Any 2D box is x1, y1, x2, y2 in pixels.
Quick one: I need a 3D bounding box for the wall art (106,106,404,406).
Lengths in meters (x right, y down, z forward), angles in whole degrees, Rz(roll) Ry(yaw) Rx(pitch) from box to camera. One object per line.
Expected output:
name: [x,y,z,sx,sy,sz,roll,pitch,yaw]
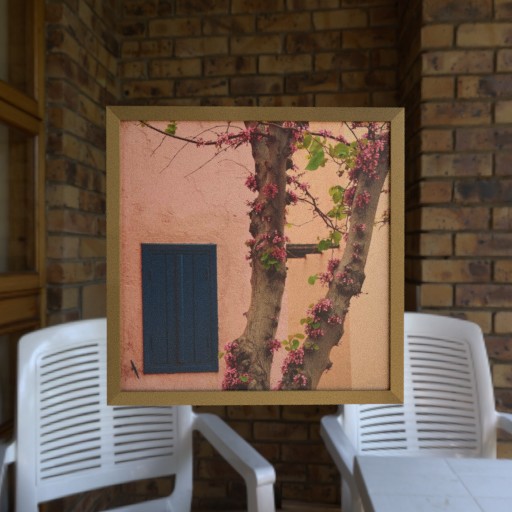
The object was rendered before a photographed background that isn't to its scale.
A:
wall art: [0.000,0.000,0.775,0.507,0.508,0.038,0,0,-1]
